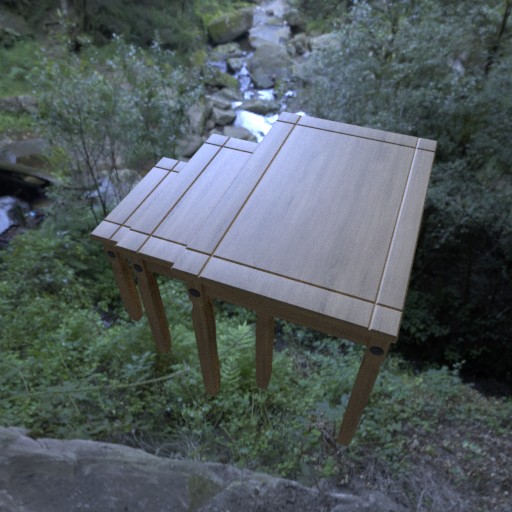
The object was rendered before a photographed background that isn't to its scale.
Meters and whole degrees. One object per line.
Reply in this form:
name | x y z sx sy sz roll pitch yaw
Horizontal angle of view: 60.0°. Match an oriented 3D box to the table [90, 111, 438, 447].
table | 0.000 0.000 1.249 0.773 0.535 0.660 16 48 15
